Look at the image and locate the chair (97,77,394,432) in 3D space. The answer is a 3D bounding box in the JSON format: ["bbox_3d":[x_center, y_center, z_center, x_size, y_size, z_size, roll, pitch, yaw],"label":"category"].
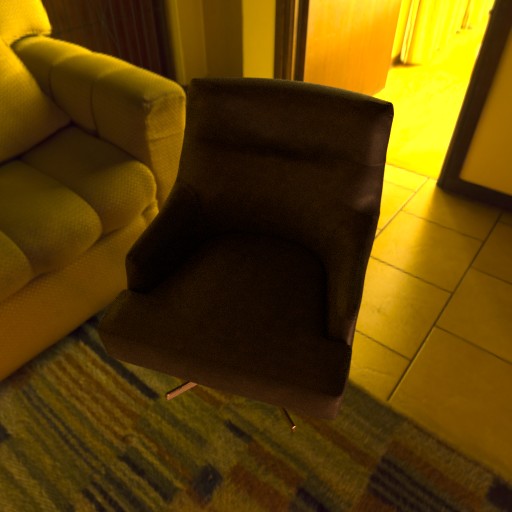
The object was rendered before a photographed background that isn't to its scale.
[{"bbox_3d":[0.000,0.000,1.476,0.738,0.870,0.874,12,43,13],"label":"chair"}]
